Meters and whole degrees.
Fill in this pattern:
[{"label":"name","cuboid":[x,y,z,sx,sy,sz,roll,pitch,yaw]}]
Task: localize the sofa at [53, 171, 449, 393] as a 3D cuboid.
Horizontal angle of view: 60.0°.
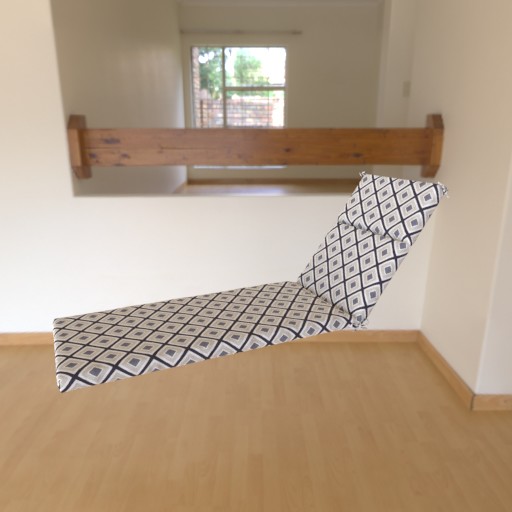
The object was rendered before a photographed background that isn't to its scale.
[{"label":"sofa","cuboid":[0.000,0.000,1.921,1.663,0.622,0.582,-8,18,-24]}]
